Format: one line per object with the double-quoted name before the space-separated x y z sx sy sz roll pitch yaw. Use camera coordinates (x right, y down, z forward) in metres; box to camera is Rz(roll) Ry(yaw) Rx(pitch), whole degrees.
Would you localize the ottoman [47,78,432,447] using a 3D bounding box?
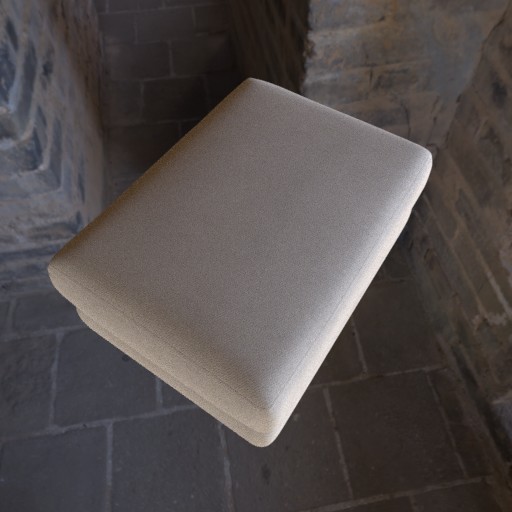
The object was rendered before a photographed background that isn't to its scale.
"ottoman" 0.000 0.000 1.152 0.569 0.504 0.773 29 62 18
